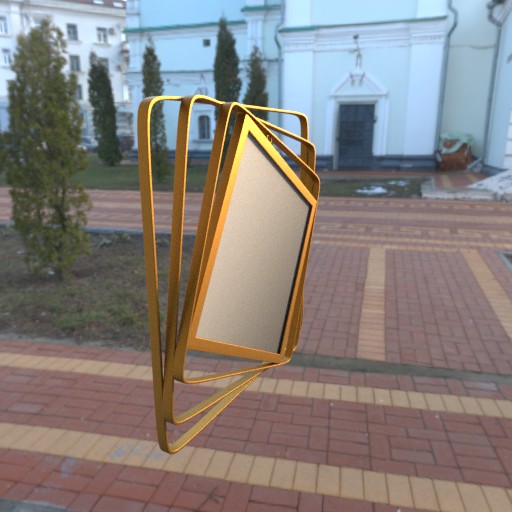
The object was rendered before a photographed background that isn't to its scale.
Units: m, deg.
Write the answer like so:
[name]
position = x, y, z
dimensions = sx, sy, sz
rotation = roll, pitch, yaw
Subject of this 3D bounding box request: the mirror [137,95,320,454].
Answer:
[mirror]
position = 0.000, 0.000, 0.719
dimensions = 0.045, 0.468, 0.470
rotation = 8, 17, 27
